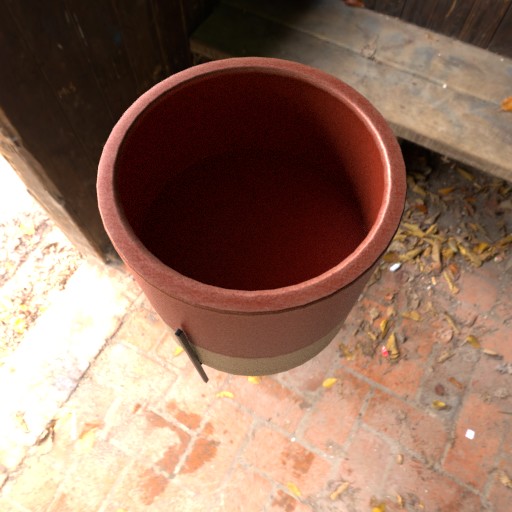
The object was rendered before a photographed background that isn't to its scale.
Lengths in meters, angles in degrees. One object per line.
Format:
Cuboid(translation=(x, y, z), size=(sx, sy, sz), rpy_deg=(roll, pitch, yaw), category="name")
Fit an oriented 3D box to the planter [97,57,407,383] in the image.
Cuboid(translation=(0.000, 0.000, 0.698), size=(0.354, 0.465, 0.345), rpy_deg=(0, 65, 0), category="planter")
